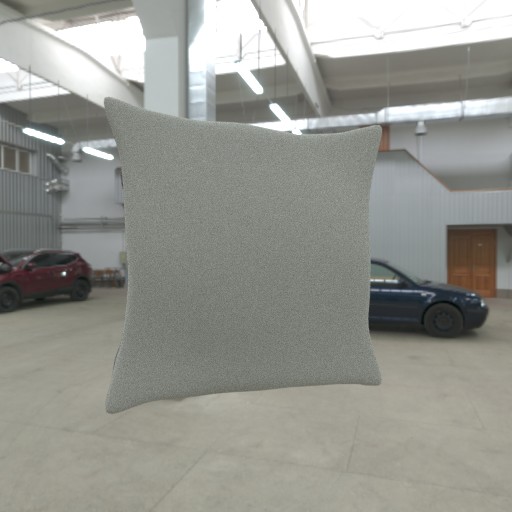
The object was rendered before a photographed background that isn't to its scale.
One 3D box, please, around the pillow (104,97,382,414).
[{"bbox_3d":[0.000,0.000,0.795,0.514,0.513,0.163,0,1,-18],"label":"pillow"}]
